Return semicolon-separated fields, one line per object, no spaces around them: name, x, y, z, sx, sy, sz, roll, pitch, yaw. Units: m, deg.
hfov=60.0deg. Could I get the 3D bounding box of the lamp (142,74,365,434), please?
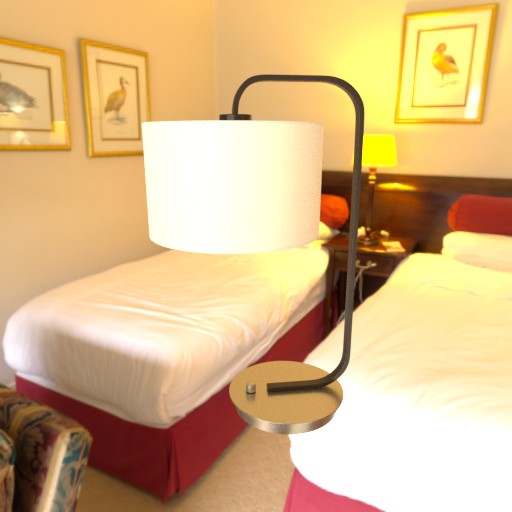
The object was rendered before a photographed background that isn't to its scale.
lamp;0.000;0.000;0.621;0.288;0.473;0.230;-2;15;-7
